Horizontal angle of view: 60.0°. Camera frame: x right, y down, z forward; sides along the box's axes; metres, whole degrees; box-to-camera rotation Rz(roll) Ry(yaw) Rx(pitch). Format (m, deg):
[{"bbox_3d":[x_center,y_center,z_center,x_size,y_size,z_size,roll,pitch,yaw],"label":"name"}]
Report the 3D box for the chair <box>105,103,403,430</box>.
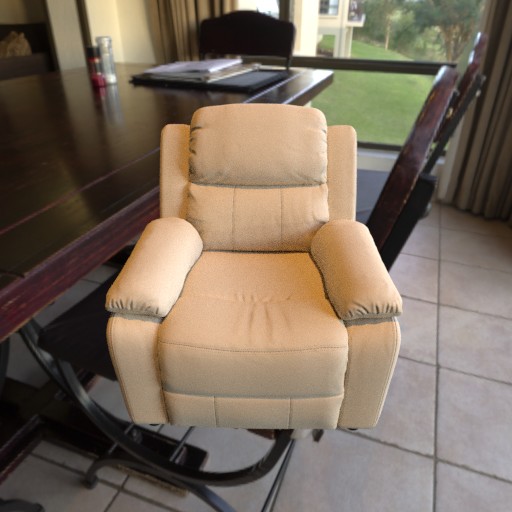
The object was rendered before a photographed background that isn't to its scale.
[{"bbox_3d":[0.000,0.000,1.242,0.680,0.702,0.709,1,31,1],"label":"chair"}]
